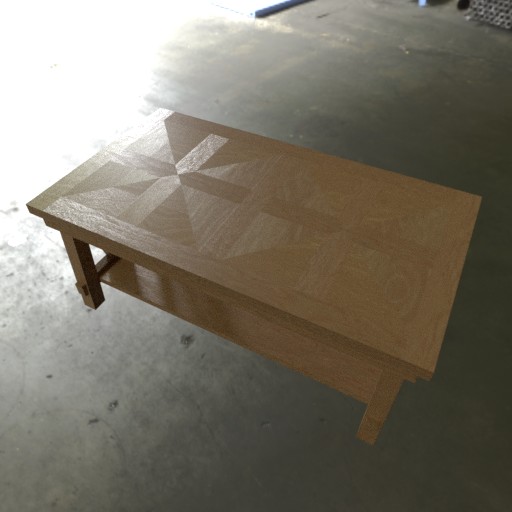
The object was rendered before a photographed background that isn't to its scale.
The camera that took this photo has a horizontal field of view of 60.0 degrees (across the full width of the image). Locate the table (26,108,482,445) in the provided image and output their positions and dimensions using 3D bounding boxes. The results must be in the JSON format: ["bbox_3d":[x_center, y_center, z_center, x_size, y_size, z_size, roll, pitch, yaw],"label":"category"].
[{"bbox_3d":[0.000,0.000,1.592,1.270,0.507,0.711,21,49,19],"label":"table"}]
